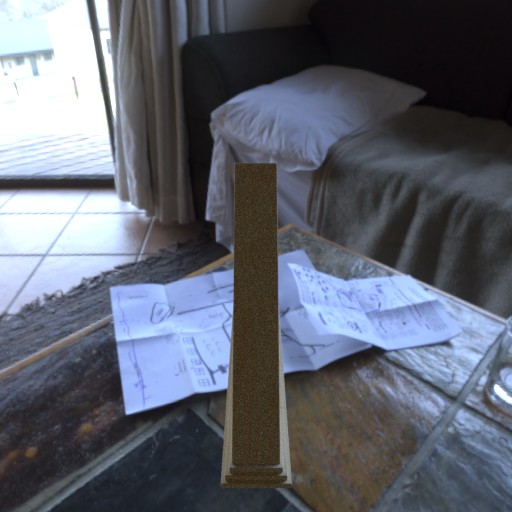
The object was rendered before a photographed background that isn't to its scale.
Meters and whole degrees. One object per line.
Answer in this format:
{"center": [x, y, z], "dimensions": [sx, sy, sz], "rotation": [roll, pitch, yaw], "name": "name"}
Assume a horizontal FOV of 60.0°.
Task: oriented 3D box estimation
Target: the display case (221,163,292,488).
{"center": [0.000, 0.000, 0.780], "dimensions": [0.095, 0.340, 0.640], "rotation": [0, 32, 0], "name": "display case"}
